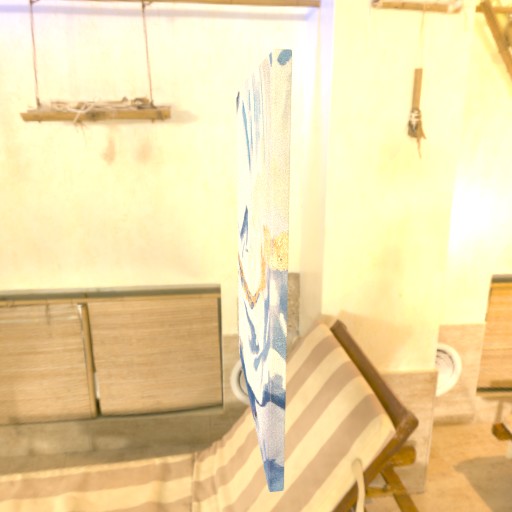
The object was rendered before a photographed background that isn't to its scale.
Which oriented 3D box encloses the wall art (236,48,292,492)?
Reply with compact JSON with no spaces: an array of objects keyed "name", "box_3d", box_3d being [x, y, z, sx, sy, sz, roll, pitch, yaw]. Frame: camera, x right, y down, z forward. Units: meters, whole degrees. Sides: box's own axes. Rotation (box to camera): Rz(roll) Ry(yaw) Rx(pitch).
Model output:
[{"name":"wall art","box_3d":[0.000,0.000,1.337,0.038,1.015,0.761,-2,15,-7]}]
